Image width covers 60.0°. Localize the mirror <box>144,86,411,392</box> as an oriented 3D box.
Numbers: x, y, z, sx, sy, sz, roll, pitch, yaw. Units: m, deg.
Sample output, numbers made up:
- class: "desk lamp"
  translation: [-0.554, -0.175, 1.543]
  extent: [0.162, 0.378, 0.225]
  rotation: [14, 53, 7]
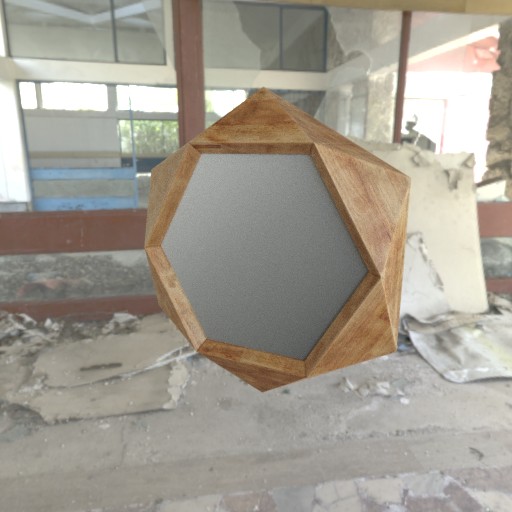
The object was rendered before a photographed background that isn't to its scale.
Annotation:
- class: "mirror"
  translation: [0.000, 0.000, 1.072]
  extent: [0.675, 0.779, 0.091]
  rotation: [7, 16, 26]
